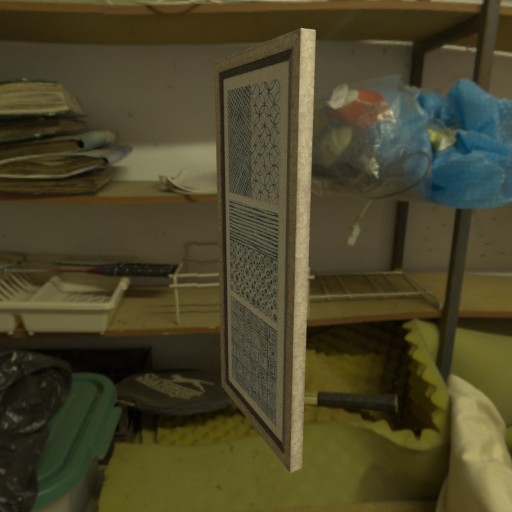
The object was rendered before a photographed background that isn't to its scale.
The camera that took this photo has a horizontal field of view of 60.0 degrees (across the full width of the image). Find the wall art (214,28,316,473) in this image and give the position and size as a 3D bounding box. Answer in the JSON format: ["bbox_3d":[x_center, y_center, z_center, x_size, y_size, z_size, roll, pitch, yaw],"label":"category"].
[{"bbox_3d":[0.000,0.000,1.701,0.051,1.461,0.648,-7,17,-26],"label":"wall art"}]
